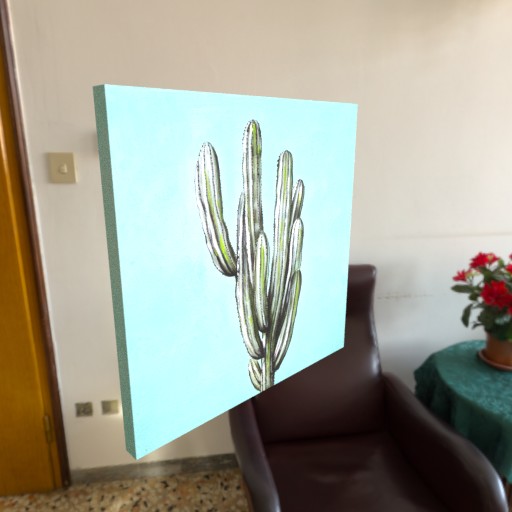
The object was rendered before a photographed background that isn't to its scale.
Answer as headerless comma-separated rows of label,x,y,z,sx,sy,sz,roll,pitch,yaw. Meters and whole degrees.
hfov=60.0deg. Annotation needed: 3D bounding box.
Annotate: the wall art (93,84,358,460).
wall art,0.000,0.000,0.891,0.603,0.603,0.036,-14,21,-42
